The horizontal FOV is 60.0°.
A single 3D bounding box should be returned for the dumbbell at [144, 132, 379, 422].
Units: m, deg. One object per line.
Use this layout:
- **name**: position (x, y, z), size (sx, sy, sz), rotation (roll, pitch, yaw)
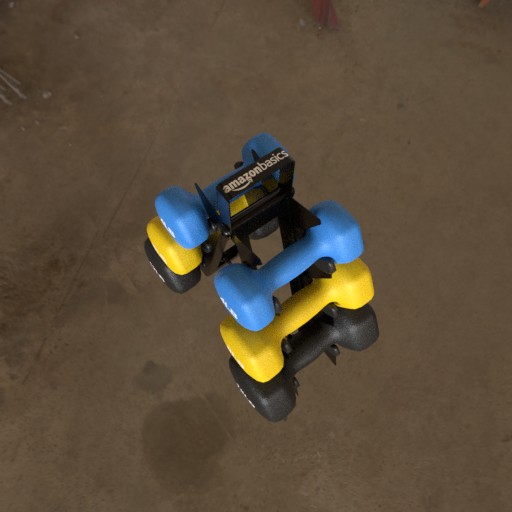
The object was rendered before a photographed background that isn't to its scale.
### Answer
- **dumbbell**: position (0.000, 0.000, 0.686), size (0.255, 0.426, 0.409), rotation (-34, 68, -15)
